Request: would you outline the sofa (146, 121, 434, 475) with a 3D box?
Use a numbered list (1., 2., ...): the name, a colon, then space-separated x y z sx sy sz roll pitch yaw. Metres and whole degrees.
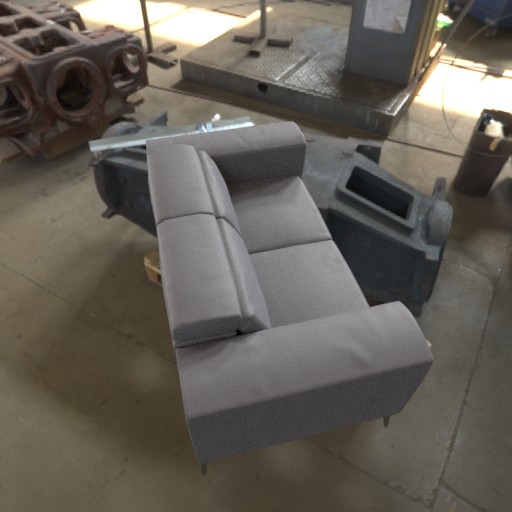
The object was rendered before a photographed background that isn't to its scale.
1. sofa: 0.000 0.000 2.436 1.003 0.779 1.895 -10 47 -10
